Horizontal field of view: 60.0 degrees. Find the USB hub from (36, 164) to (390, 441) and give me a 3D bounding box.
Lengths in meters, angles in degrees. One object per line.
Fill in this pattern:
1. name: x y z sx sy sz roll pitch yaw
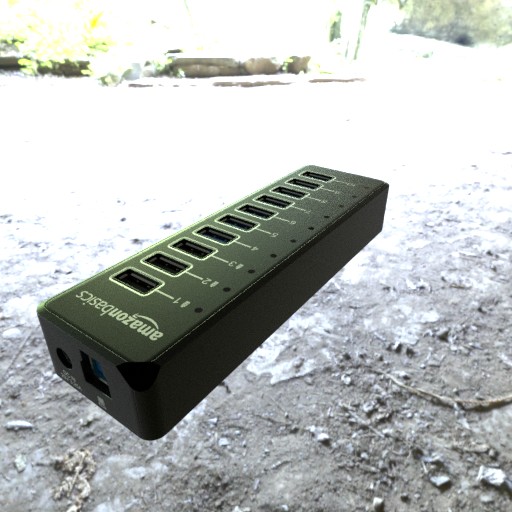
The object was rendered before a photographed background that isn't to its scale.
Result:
1. USB hub: 0.000 0.000 0.163 0.044 0.023 0.145 21 36 31
